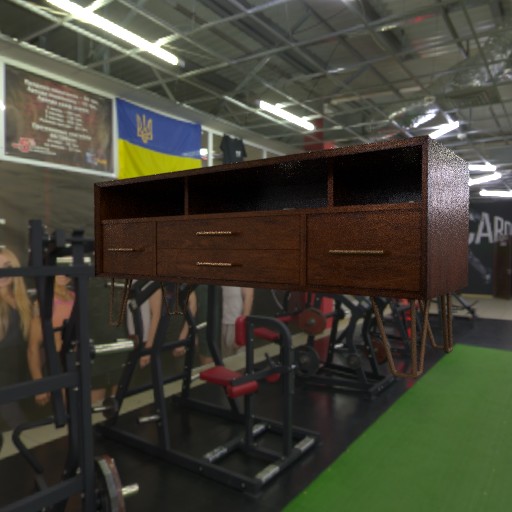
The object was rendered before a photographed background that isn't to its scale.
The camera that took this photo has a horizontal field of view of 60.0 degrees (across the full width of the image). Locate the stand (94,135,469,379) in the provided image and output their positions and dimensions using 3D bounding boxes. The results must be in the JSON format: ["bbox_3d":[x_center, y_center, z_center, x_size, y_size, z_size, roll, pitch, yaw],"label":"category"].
[{"bbox_3d":[0.000,0.000,1.664,1.372,0.610,0.481,1,2,37],"label":"stand"}]
